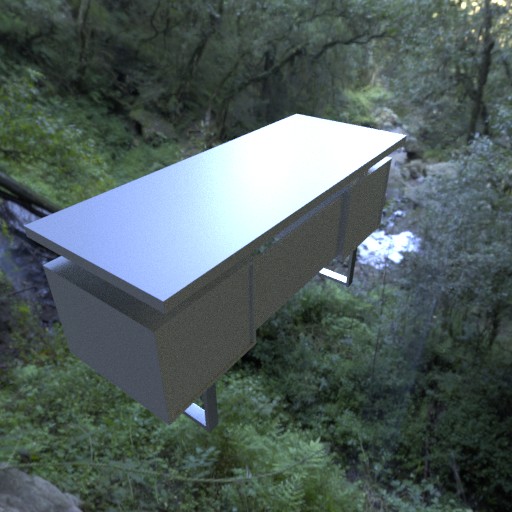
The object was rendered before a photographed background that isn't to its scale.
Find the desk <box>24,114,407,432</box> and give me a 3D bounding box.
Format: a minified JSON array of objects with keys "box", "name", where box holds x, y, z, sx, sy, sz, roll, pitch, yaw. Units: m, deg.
[{"box":[0.000,0.000,1.901,0.603,0.773,1.530,22,39,30],"name":"desk"}]
